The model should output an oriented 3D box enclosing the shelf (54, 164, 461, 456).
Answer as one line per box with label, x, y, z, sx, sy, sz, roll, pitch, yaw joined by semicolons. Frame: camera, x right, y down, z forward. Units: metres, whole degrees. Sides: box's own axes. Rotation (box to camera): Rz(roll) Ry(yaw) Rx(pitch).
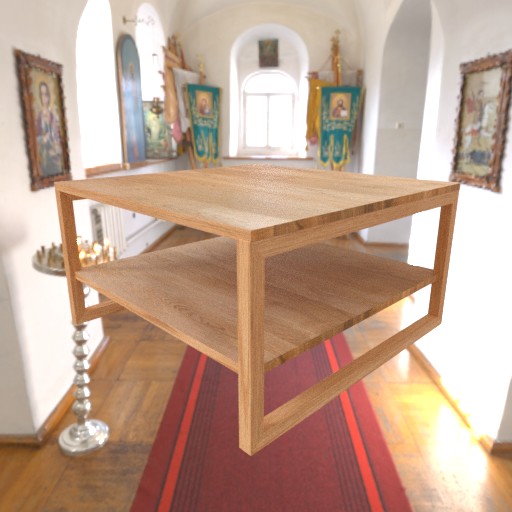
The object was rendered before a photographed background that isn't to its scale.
shelf;0.000;0.000;1.454;0.899;0.480;0.899;-16;23;-42
